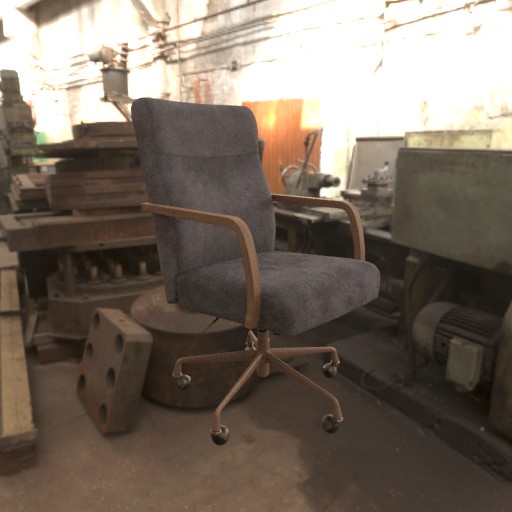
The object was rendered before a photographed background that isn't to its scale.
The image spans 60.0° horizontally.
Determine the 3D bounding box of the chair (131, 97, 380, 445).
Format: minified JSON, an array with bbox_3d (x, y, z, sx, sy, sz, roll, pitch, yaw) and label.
[{"bbox_3d":[0.000,0.000,1.498,0.741,1.029,0.640,13,19,43],"label":"chair"}]
